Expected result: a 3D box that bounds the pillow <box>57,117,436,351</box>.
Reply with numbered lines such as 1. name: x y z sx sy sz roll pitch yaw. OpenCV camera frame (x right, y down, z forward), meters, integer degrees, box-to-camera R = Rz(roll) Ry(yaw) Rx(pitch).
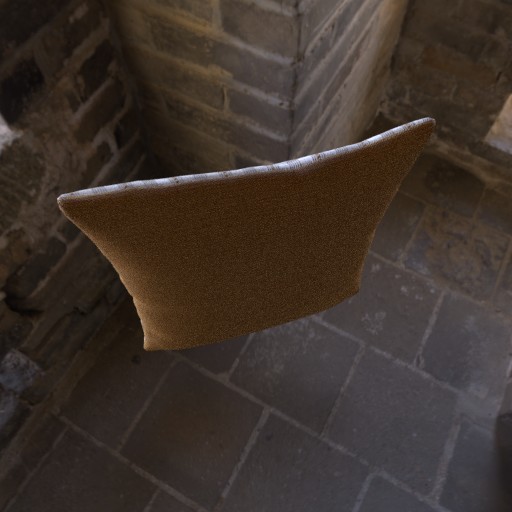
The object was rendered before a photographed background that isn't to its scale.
1. pillow: 0.000 0.000 0.667 0.432 0.437 0.147 -15 60 -9
